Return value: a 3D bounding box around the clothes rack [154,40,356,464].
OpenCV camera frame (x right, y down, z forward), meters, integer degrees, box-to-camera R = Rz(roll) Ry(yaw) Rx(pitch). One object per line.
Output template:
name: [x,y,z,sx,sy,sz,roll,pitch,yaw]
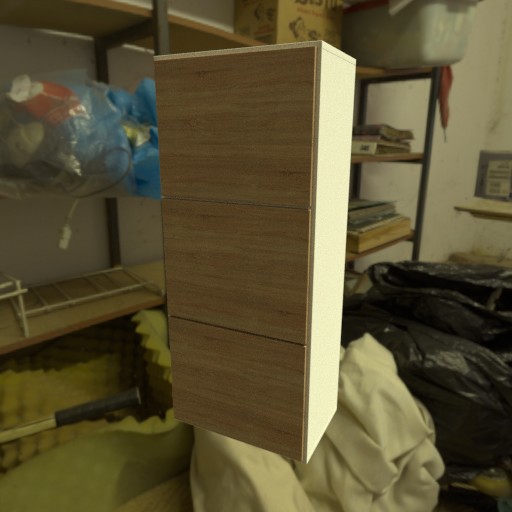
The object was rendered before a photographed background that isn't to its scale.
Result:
clothes rack: [0.000,0.000,1.437,0.500,1.187,0.331,8,17,26]
